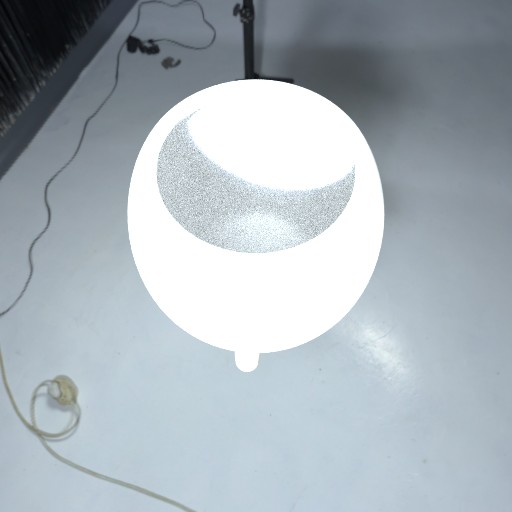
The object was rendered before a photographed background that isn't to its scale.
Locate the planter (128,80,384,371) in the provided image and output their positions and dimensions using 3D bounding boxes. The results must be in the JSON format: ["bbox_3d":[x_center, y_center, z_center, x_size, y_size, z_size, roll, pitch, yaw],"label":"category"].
[{"bbox_3d":[0.000,0.000,0.334,0.161,0.224,0.161,0,64,0],"label":"planter"}]
